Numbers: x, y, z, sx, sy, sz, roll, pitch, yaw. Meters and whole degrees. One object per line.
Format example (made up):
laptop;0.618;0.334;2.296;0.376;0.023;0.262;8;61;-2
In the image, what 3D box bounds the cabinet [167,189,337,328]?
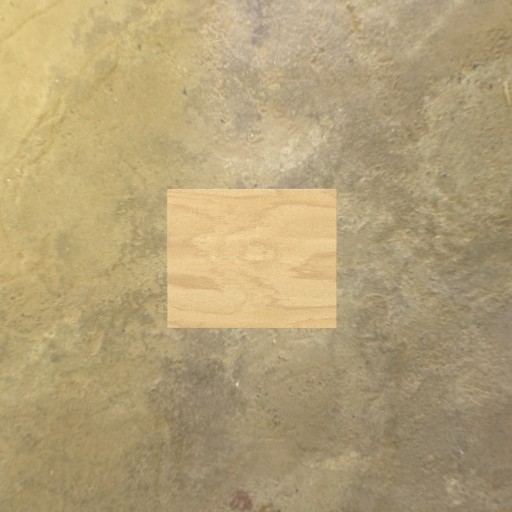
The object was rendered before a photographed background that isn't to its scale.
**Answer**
cabinet;0.000;0.000;2.014;0.411;1.879;0.338;0;90;1
